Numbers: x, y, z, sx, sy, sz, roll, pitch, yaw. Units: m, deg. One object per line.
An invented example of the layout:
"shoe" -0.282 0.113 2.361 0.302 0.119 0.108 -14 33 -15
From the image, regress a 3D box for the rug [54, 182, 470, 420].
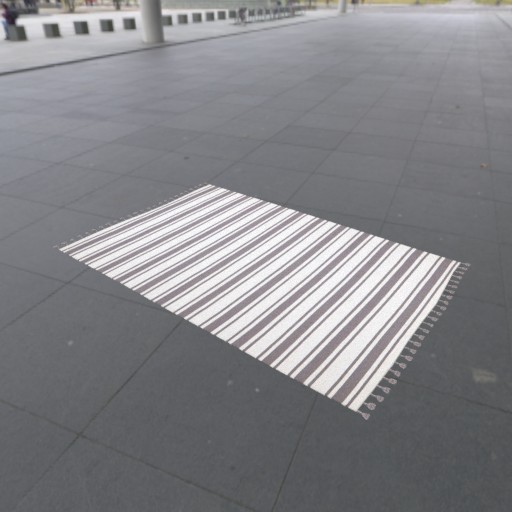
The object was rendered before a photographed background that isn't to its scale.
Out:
"rug" 0.000 0.000 3.017 2.425 0.014 1.563 22 37 32
